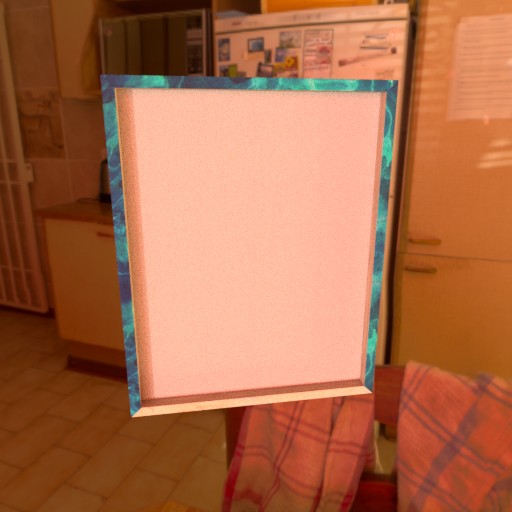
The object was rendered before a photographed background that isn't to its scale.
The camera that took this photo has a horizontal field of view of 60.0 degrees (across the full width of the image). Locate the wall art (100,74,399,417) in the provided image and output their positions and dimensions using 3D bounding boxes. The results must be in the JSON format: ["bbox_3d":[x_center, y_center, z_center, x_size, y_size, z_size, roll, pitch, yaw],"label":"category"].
[{"bbox_3d":[0.000,0.000,1.017,0.609,0.760,0.038,-3,16,-9],"label":"wall art"}]
